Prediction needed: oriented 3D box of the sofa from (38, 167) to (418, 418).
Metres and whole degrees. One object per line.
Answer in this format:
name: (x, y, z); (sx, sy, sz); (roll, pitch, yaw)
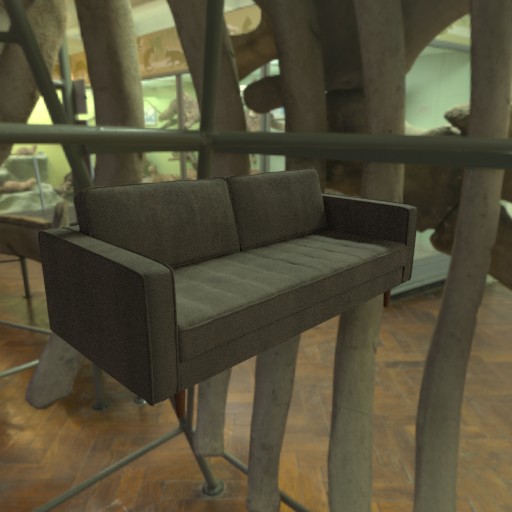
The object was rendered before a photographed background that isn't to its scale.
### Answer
sofa: (0.000, 0.000, 2.377); (0.924, 0.825, 1.920); (15, 21, 43)
